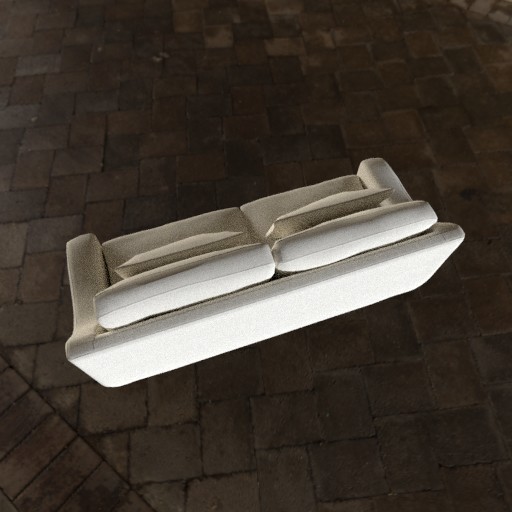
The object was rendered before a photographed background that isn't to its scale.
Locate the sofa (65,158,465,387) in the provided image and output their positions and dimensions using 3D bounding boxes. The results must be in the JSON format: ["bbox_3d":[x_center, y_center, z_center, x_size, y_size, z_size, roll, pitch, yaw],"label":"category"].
[{"bbox_3d":[0.000,0.000,3.095,2.470,1.022,1.009,-16,59,-10],"label":"sofa"}]
